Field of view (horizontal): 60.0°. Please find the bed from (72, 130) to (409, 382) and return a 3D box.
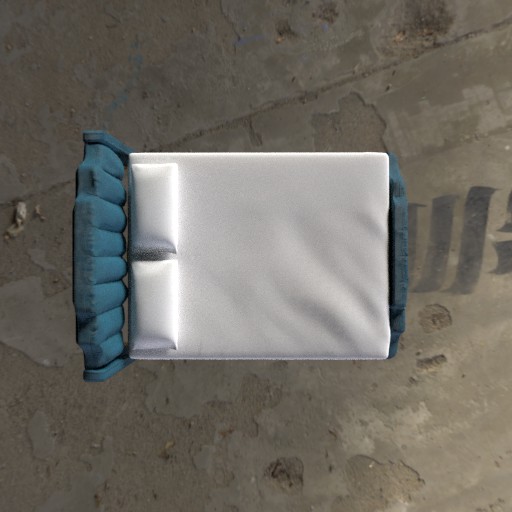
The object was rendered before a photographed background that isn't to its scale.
[{"bbox_3d":[0.000,0.000,3.419,2.322,1.351,1.676,0,90,0],"label":"bed"}]
